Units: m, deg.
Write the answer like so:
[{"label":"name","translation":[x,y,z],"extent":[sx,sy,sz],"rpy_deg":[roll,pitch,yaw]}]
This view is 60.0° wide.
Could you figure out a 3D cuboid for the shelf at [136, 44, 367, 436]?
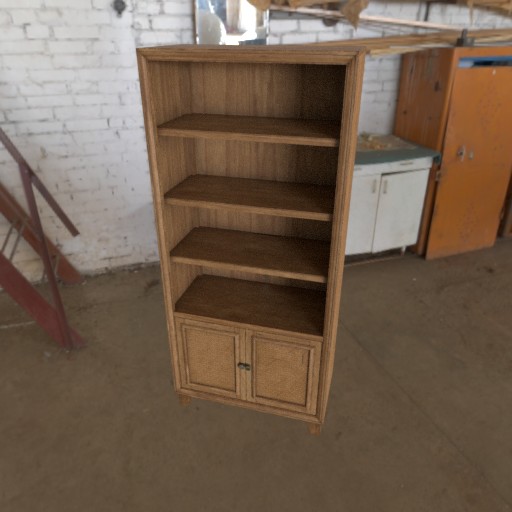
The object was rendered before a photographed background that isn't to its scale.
[{"label":"shelf","translation":[0.000,0.000,2.263],"extent":[0.864,1.930,0.453],"rpy_deg":[7,28,14]}]
